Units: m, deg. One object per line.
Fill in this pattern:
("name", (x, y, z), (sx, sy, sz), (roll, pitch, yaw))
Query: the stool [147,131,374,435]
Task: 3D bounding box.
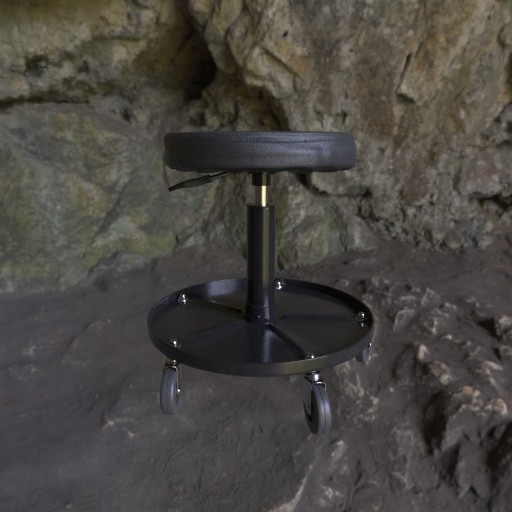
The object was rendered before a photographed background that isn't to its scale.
("stool", (0.000, 0.000, 0.682), (0.382, 0.365, 0.381), (2, 15, 8))
